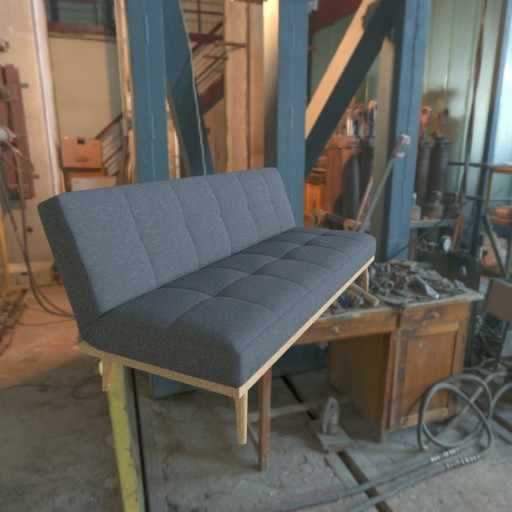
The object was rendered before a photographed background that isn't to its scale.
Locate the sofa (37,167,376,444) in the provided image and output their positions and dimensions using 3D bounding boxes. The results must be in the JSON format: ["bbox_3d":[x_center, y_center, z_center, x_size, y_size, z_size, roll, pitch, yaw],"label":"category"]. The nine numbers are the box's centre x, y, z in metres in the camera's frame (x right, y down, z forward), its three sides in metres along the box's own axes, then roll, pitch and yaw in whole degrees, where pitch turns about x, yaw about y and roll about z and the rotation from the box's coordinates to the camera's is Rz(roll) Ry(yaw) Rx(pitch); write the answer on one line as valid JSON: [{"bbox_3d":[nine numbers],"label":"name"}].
[{"bbox_3d":[0.000,0.000,2.210,0.820,0.770,1.820,7,16,26],"label":"sofa"}]
